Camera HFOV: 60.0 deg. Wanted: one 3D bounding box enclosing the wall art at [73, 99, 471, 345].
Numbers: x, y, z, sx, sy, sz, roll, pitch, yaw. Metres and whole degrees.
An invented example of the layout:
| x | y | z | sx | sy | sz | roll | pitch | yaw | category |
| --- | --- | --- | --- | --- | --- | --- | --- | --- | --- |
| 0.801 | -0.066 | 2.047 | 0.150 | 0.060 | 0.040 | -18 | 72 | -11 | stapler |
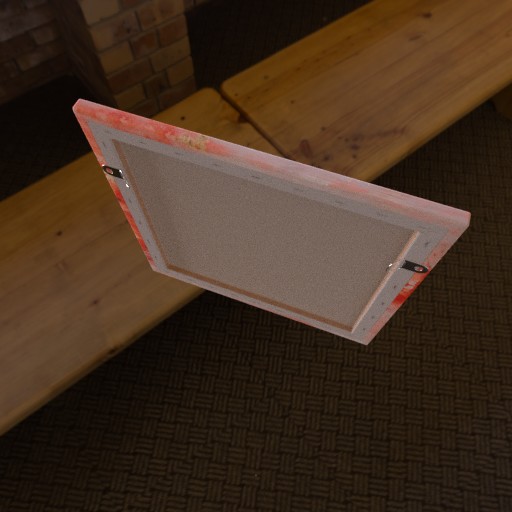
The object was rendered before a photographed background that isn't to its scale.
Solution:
| x | y | z | sx | sy | sz | roll | pitch | yaw | category |
| --- | --- | --- | --- | --- | --- | --- | --- | --- | --- |
| 0.000 | 0.000 | 1.316 | 0.878 | 0.878 | 0.066 | 18 | 65 | 9 | wall art |
